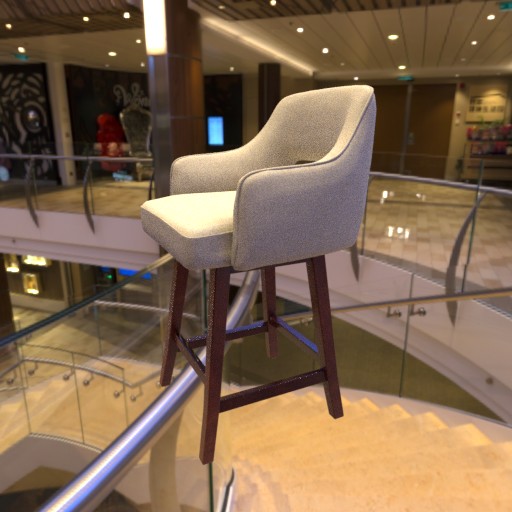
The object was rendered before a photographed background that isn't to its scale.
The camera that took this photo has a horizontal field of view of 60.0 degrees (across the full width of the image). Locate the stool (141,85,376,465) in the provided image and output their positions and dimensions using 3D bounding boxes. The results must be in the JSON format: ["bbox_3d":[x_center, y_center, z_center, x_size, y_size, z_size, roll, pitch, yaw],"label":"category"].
[{"bbox_3d":[0.000,0.000,1.285,0.560,0.936,0.550,-8,18,-25],"label":"stool"}]
